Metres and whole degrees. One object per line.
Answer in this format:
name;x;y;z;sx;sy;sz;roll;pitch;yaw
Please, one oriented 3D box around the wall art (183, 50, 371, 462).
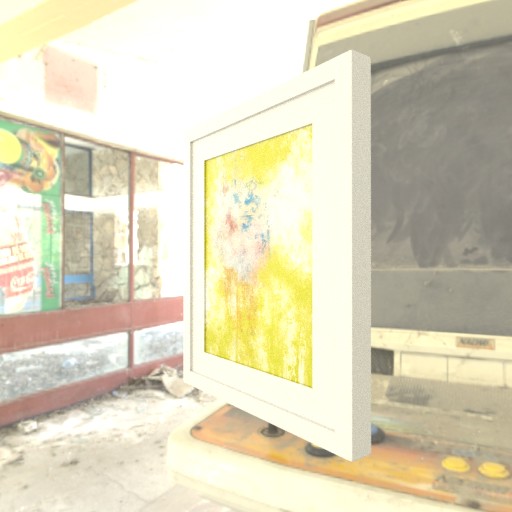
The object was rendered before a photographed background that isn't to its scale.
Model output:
wall art;0.000;0.000;0.548;0.028;0.381;0.331;0;0;-37
